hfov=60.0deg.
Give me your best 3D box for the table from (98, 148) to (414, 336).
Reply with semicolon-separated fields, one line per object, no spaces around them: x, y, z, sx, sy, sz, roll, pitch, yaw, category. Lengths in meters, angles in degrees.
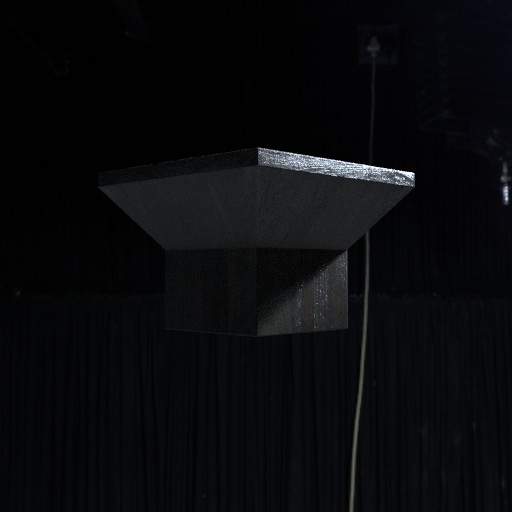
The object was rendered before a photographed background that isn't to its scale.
0.000;0.000;1.624;0.966;0.488;1.115;0;-2;0;table
